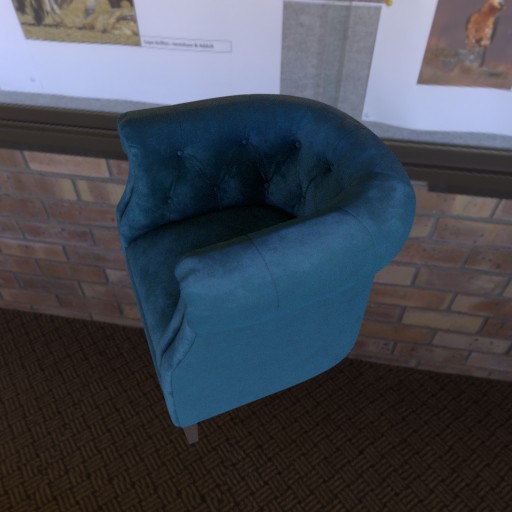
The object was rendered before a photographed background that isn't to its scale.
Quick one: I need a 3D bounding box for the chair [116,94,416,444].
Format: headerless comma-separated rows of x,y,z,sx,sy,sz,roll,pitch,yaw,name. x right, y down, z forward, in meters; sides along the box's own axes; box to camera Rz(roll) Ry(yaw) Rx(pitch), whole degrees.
0.000,0.000,1.533,0.851,0.826,0.904,-16,47,-16,chair
